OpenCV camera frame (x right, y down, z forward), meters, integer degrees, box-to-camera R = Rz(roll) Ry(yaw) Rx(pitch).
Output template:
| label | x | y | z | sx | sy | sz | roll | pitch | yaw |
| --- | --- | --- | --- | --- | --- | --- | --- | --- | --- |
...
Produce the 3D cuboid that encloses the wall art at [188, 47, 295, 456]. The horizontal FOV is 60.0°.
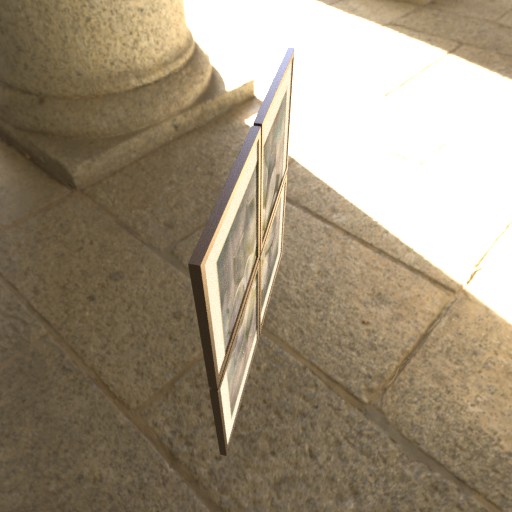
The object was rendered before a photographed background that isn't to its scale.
| label | x | y | z | sx | sy | sz | roll | pitch | yaw |
| --- | --- | --- | --- | --- | --- | --- | --- | --- | --- |
| wall art | 0.000 | 0.000 | 1.561 | 0.030 | 1.032 | 1.032 | 10 | 48 | 9 |
